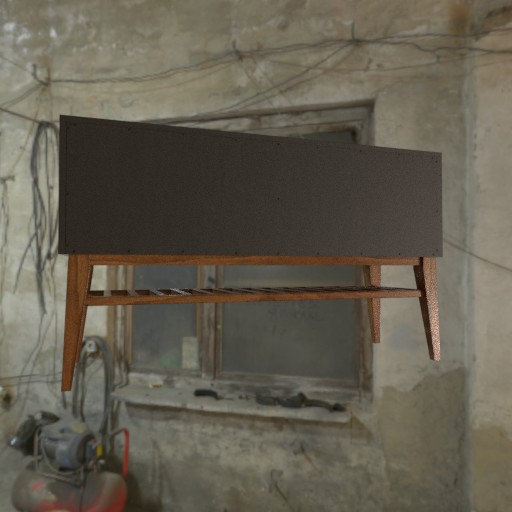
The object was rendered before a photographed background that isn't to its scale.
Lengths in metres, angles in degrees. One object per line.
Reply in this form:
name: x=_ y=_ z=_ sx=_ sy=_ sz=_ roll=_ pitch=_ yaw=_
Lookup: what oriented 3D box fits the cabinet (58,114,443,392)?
cabinet: x=0.000 y=0.000 z=1.720 sx=1.363 sy=0.802 sz=0.477 roll=0 pitch=-1 yaw=-19
